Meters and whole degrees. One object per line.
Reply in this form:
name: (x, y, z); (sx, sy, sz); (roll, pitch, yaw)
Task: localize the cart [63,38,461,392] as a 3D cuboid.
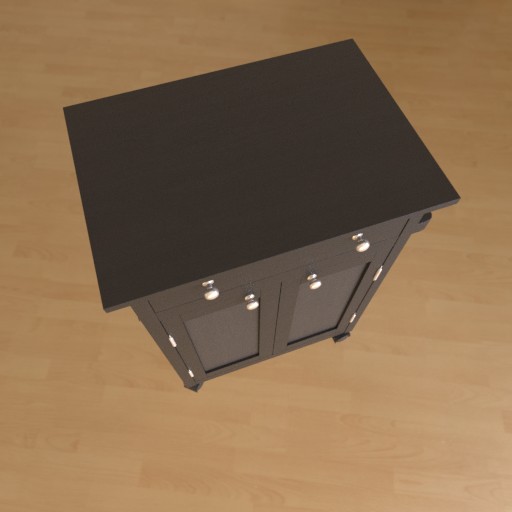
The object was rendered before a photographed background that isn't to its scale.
cart: (0.000, 0.000, 1.227); (0.660, 0.879, 0.456); (-17, 64, -9)
